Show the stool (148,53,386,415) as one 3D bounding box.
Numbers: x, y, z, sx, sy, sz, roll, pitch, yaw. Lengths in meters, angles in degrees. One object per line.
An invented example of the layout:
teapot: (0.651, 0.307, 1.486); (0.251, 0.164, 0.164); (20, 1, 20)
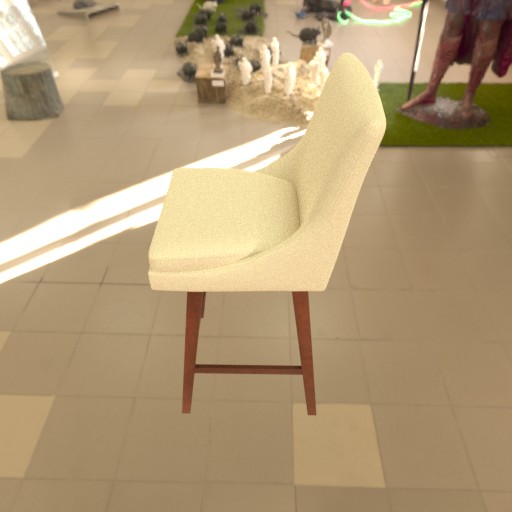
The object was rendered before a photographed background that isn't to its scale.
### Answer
stool: (0.000, 0.000, 1.387); (0.559, 1.097, 0.470); (1, 42, 1)
